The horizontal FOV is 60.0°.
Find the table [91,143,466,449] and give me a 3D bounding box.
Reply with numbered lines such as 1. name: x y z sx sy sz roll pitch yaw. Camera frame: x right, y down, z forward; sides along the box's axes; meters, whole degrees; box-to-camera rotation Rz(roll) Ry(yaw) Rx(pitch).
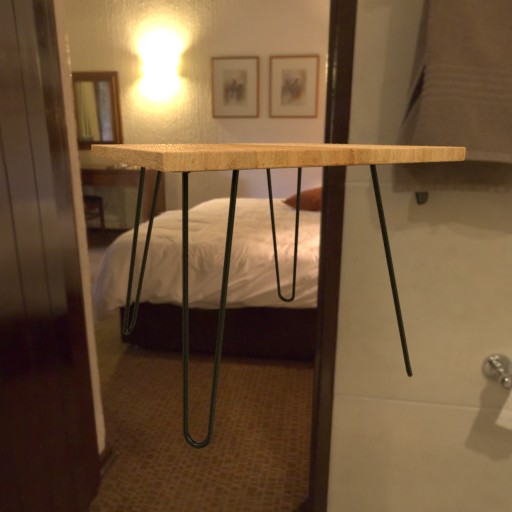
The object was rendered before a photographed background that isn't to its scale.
1. table: 0.000 0.000 1.036 0.599 0.500 0.599 -8 17 -27
